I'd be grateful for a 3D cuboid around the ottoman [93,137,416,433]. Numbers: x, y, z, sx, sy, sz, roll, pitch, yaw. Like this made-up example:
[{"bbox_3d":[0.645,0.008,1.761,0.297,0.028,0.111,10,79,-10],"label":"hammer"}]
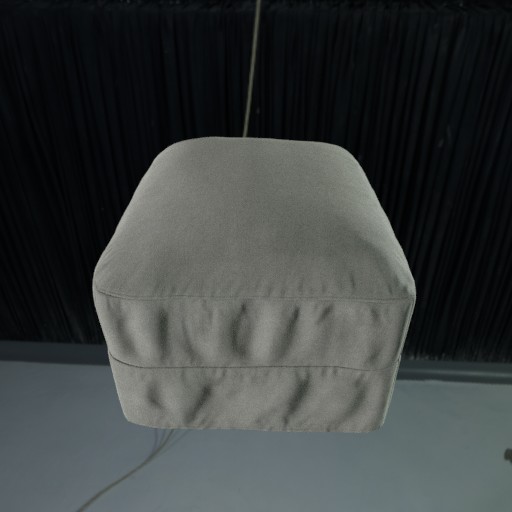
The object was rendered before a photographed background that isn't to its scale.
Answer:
[{"bbox_3d":[0.000,0.000,1.085,0.584,0.480,0.712,0,33,0],"label":"ottoman"}]
